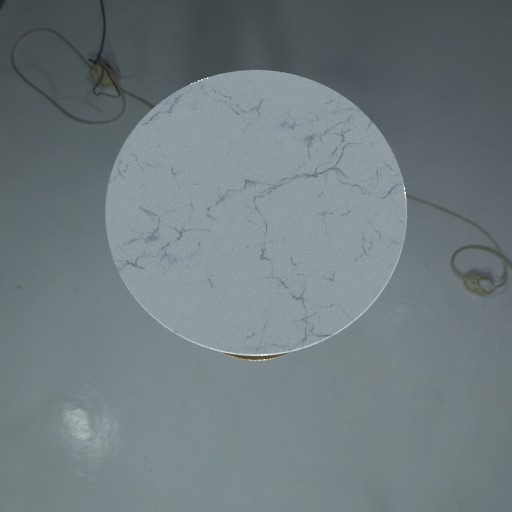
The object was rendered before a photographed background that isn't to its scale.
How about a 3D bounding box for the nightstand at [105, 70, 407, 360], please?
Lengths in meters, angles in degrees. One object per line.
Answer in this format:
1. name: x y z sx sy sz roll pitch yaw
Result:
1. nightstand: 0.000 0.000 0.885 0.400 0.610 0.400 17 77 4
